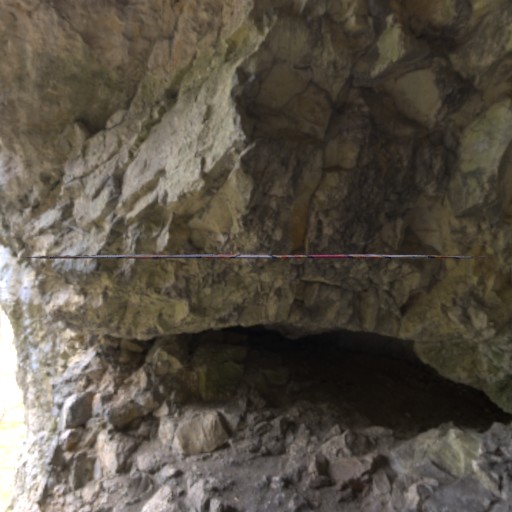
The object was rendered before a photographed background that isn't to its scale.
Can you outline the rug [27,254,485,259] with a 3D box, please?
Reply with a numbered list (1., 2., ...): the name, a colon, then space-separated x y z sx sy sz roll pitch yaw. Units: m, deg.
1. rug: 0.000 0.000 2.257 1.849 0.013 1.084 0 0 -1
